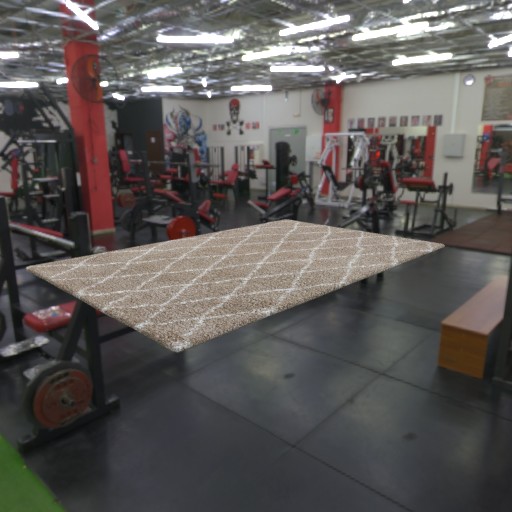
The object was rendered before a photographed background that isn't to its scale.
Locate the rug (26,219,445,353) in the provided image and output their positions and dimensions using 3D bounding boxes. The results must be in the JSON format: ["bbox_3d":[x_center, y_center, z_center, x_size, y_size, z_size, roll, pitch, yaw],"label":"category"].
[{"bbox_3d":[0.000,0.000,3.396,1.778,0.030,2.743,14,20,43],"label":"rug"}]
